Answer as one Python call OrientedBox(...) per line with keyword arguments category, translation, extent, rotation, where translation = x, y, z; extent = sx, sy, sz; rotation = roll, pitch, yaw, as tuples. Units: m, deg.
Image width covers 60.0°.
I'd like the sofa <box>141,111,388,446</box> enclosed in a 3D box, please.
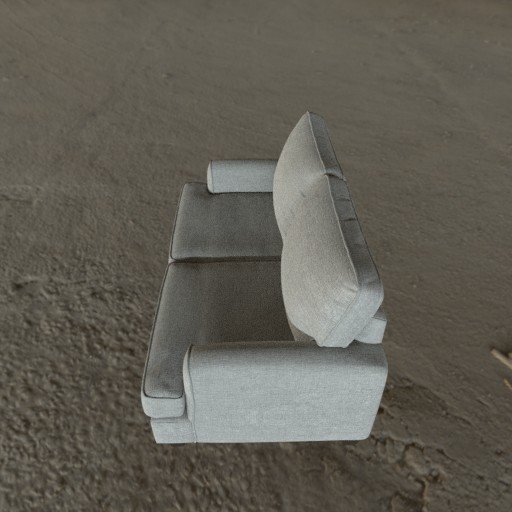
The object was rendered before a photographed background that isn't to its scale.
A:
OrientedBox(category="sofa", translation=(0.000, 0.000, 2.288), extent=(0.965, 0.965, 1.651), rotation=(-1, 40, -1))
